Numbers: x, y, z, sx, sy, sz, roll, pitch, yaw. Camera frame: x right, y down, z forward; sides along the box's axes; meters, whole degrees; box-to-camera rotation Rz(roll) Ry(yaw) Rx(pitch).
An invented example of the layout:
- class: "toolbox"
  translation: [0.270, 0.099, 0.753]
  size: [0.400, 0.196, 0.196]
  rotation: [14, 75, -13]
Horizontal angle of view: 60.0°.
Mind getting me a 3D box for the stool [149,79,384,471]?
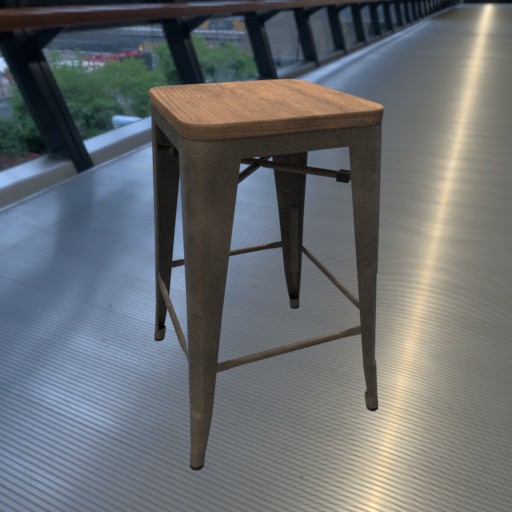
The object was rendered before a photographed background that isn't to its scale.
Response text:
- class: "stool"
  translation: [0.000, 0.000, 0.884]
  size: [0.407, 0.607, 0.407]
  rotation: [-11, 31, -18]
